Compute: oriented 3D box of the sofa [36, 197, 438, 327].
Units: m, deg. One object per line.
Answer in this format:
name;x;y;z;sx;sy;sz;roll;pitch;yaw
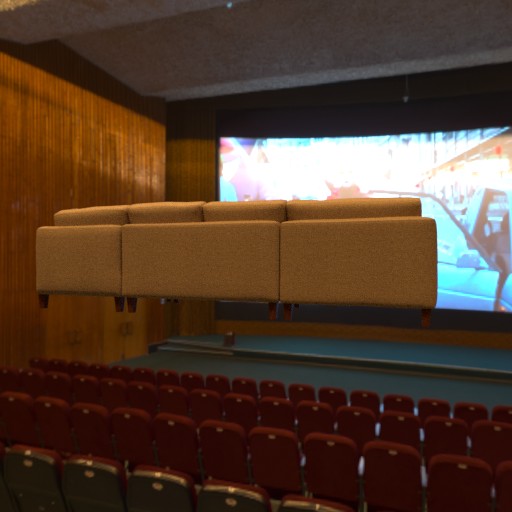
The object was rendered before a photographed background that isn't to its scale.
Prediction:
sofa;0.000;0.000;4.742;3.460;0.961;2.594;0;0;18
